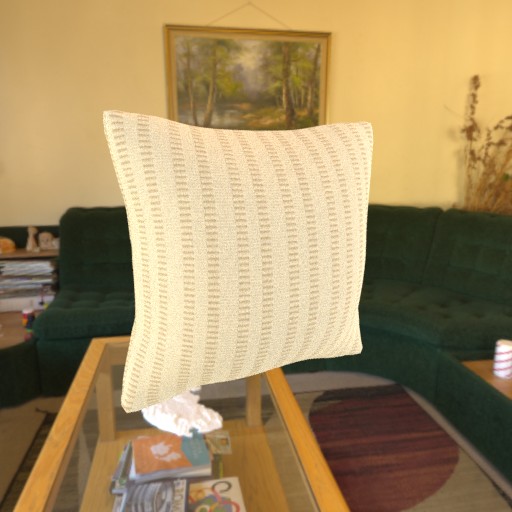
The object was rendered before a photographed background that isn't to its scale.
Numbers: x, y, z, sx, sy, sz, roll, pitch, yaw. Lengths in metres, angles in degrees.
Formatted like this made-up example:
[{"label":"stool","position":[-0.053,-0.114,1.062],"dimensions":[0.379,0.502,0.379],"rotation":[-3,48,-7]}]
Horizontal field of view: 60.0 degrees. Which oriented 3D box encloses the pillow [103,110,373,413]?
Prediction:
[{"label":"pillow","position":[0.000,0.000,0.693],"dimensions":[0.438,0.419,0.247],"rotation":[-7,14,-27]}]
